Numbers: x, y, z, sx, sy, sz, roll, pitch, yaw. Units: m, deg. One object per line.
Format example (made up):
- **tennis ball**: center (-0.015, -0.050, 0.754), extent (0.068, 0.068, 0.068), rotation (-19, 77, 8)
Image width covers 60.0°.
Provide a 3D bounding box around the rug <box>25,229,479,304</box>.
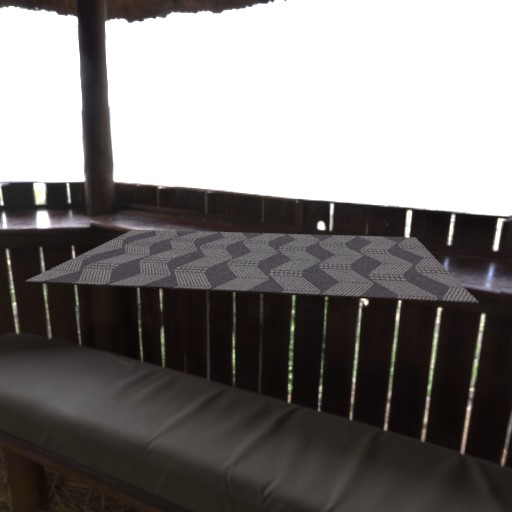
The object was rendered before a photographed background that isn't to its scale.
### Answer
- **rug**: center (0.000, 0.000, 3.070), extent (2.435, 0.011, 1.517), rotation (2, 15, 8)
